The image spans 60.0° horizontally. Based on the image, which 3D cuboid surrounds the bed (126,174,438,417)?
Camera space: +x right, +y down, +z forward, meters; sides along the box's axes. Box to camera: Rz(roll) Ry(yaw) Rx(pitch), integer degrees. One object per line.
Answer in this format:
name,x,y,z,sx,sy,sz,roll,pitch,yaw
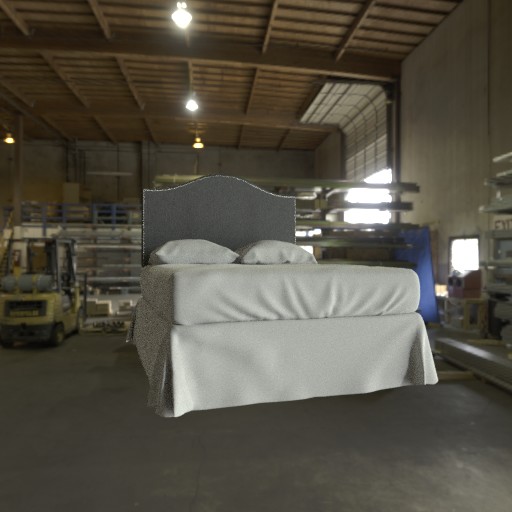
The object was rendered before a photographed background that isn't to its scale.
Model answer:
bed,0.000,0.000,3.511,1.876,1.645,2.221,0,0,-19
